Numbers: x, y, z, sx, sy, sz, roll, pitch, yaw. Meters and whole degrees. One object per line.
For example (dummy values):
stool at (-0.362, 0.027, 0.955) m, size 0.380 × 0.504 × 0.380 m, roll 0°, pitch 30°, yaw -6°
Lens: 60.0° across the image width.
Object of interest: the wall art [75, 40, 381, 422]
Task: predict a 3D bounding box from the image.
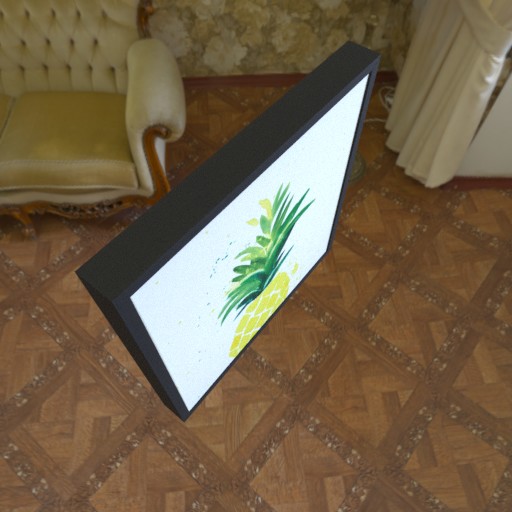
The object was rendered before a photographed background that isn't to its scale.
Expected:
wall art at (0.000, 0.000, 0.450) m, size 0.033 × 0.304 × 0.305 m, roll 34°, pitch 63°, yaw 20°
